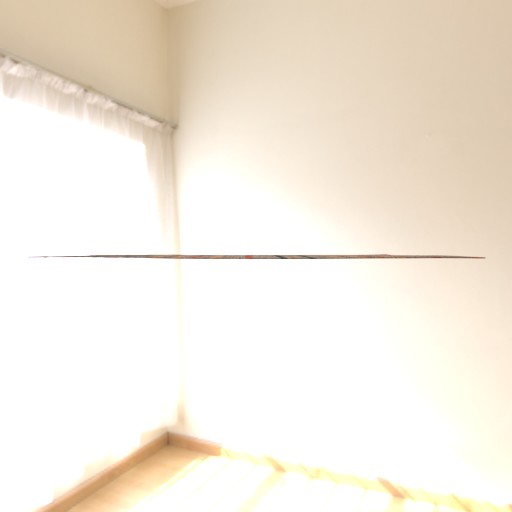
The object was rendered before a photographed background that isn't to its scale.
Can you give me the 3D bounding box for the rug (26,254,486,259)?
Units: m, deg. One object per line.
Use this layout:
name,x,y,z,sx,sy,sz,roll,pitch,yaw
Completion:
rug,0.000,0.000,4.026,3.029,0.022,2.263,0,1,0
